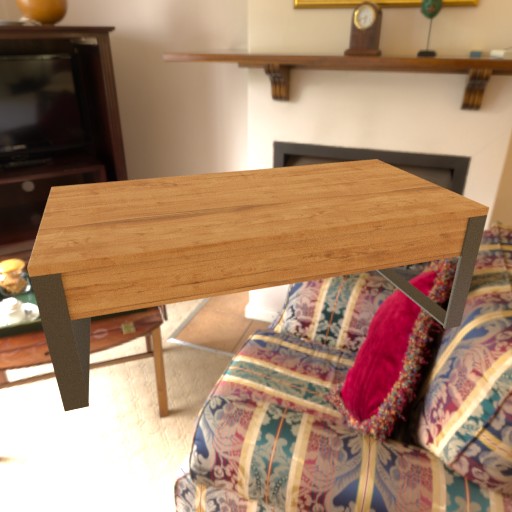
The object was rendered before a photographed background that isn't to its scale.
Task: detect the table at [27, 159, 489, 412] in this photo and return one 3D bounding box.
[{"bbox_3d":[0.000,0.000,1.414,1.180,0.400,0.590,-8,27,-16],"label":"table"}]
